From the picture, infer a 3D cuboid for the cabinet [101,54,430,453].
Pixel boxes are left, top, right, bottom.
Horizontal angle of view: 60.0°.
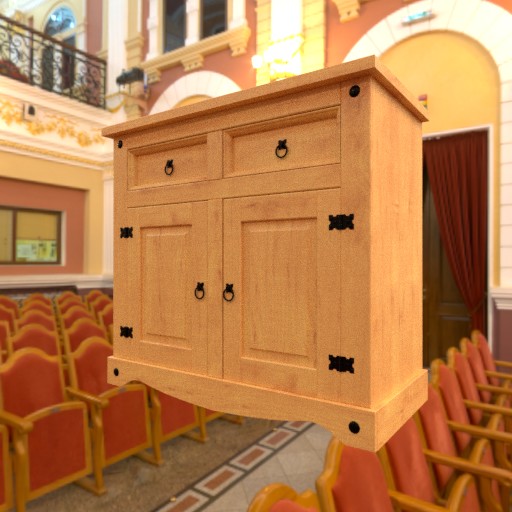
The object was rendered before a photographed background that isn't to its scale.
[{"bbox_3d":[0.000,0.000,1.371,0.920,0.840,0.450,0,0,35],"label":"cabinet"}]
